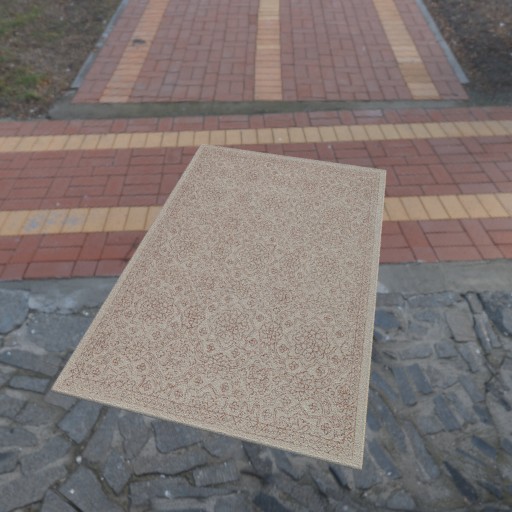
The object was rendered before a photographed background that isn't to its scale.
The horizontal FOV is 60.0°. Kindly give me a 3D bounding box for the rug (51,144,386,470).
[{"bbox_3d":[0.000,0.000,2.258,1.219,0.010,1.829,10,47,10],"label":"rug"}]
